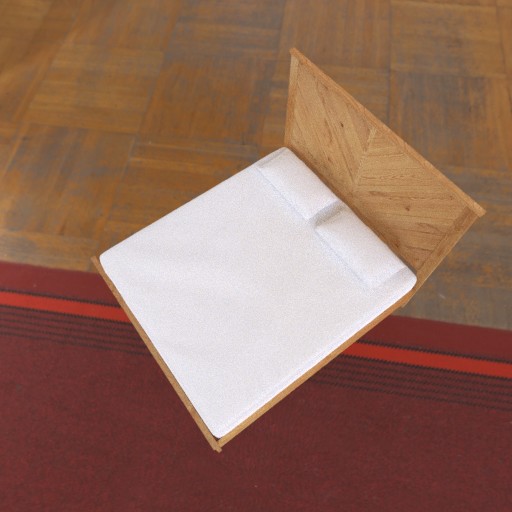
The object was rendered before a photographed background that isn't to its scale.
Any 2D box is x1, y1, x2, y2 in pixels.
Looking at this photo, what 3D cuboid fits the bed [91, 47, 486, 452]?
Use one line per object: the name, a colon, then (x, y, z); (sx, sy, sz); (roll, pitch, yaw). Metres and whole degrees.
bed: (0.000, 0.000, 4.153); (2.530, 1.938, 2.225); (-33, 67, -16)
